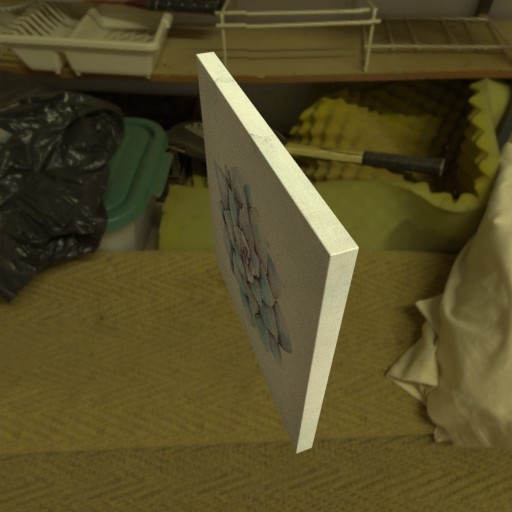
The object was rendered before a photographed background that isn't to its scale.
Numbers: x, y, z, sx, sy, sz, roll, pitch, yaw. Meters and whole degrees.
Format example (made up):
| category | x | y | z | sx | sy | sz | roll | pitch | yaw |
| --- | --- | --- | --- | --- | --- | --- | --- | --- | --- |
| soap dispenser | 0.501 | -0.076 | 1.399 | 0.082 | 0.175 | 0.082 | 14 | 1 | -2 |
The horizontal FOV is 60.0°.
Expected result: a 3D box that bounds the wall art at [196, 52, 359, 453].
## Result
| category | x | y | z | sx | sy | sz | roll | pitch | yaw |
| --- | --- | --- | --- | --- | --- | --- | --- | --- | --- |
| wall art | 0.000 | 0.000 | 0.934 | 0.040 | 0.612 | 0.612 | -15 | 48 | -14 |
